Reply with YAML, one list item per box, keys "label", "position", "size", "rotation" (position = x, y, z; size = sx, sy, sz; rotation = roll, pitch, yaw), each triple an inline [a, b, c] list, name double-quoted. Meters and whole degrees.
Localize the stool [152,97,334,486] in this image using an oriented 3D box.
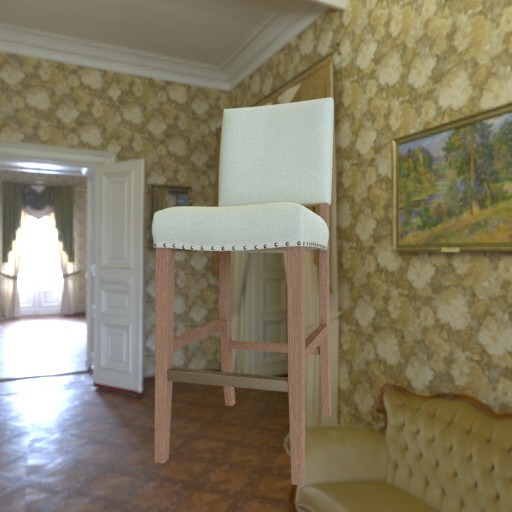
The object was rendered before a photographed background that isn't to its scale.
- label: "stool"
  position: [0.000, 0.000, 1.456]
  size: [0.445, 1.168, 0.584]
  rotation: [0, 0, 18]
